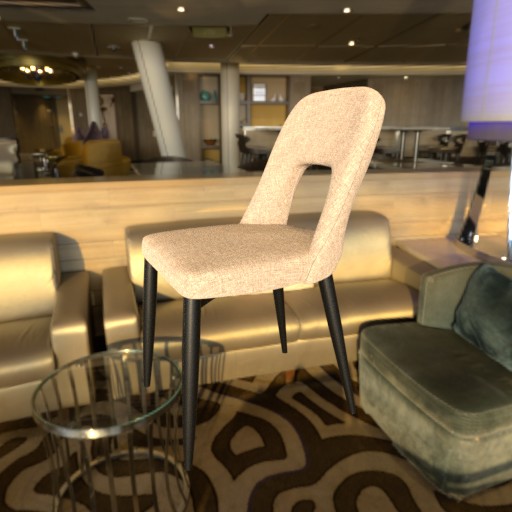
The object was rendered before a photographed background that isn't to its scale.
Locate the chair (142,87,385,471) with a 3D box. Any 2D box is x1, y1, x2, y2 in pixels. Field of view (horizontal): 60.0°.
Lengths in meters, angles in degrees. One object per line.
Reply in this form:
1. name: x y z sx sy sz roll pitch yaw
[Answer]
1. chair: 0.000 0.000 1.283 0.612 0.931 0.470 -8 18 -26
